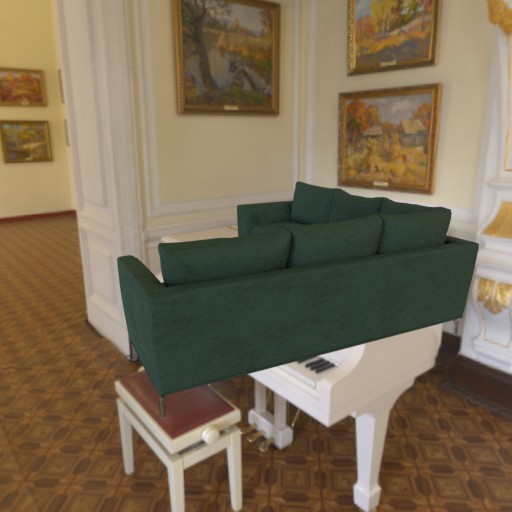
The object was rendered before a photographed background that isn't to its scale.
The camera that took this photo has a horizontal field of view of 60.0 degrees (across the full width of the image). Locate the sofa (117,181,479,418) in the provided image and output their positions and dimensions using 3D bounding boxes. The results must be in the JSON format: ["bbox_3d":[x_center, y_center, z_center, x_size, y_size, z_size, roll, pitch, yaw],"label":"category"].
[{"bbox_3d":[0.000,0.000,3.841,2.452,1.004,2.468,-8,17,-26],"label":"sofa"}]
